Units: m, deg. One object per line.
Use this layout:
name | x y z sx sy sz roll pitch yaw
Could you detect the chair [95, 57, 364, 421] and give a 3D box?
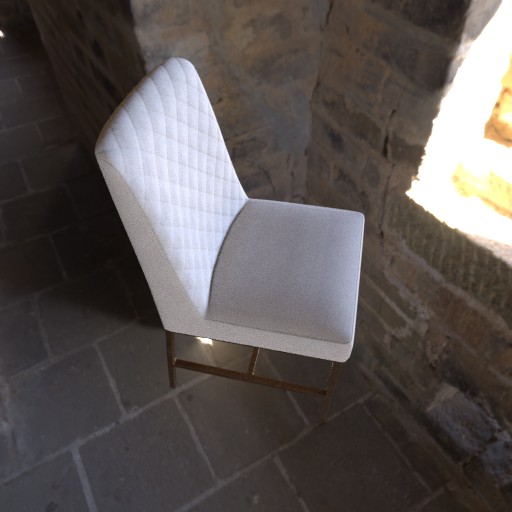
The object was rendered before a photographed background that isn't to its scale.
chair | 0.000 0.000 1.278 0.597 0.933 0.503 9 48 9
